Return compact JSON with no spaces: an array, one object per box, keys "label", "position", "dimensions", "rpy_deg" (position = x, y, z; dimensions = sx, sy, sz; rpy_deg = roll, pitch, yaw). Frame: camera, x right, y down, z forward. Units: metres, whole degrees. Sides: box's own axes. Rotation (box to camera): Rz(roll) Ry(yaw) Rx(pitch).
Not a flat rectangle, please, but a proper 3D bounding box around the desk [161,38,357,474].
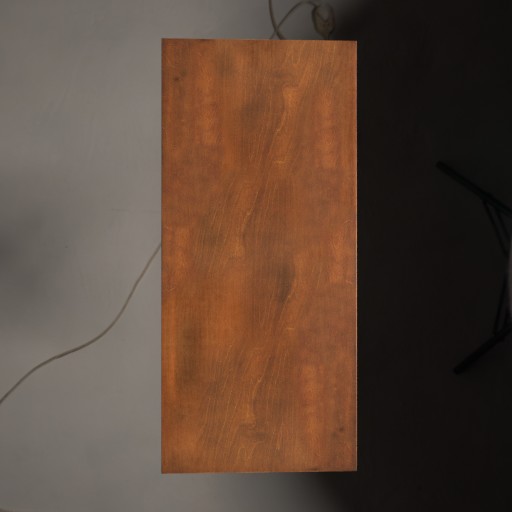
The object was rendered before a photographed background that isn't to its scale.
[{"label":"desk","position":[0.000,0.000,1.524],"dimensions":[0.508,0.762,1.117],"rpy_deg":[0,90,-2]}]
